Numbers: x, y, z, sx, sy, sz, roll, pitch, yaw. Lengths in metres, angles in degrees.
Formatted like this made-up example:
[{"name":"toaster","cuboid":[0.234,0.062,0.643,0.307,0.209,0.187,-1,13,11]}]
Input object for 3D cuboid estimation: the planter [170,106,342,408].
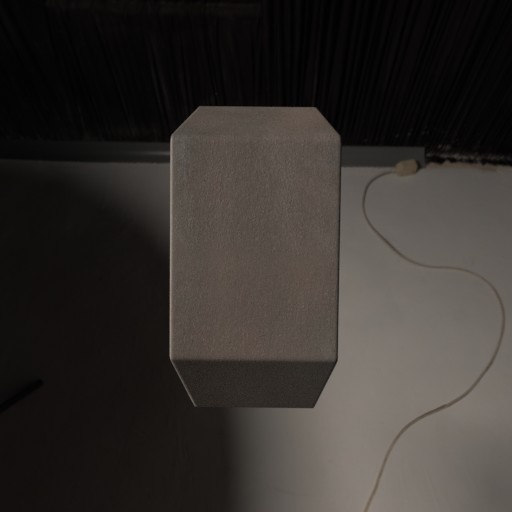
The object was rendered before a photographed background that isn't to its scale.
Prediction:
[{"name":"planter","cuboid":[0.000,0.000,0.286,0.077,0.206,0.169,1,59,0]}]
